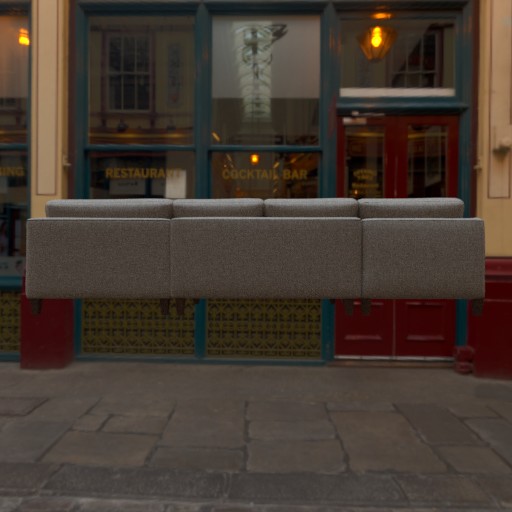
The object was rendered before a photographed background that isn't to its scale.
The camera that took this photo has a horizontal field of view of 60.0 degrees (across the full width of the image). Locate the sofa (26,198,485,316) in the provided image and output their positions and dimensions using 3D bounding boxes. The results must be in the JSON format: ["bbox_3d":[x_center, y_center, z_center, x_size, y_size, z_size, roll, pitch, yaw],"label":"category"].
[{"bbox_3d":[0.000,0.000,4.479,3.403,0.889,2.551,0,0,1],"label":"sofa"}]
